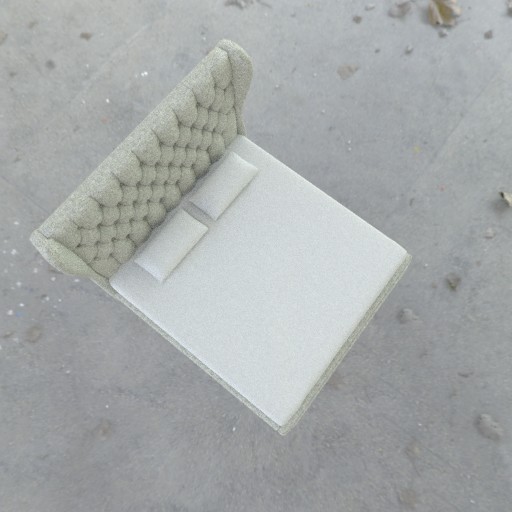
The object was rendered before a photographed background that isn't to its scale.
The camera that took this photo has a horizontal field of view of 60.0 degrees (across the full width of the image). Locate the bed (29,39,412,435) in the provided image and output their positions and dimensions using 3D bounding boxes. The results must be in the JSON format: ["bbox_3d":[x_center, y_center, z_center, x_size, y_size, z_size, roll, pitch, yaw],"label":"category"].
[{"bbox_3d":[0.000,0.000,3.905,2.347,1.771,2.219,37,77,10],"label":"bed"}]
